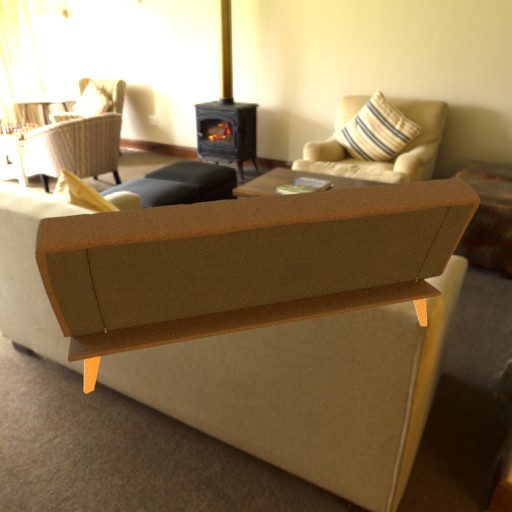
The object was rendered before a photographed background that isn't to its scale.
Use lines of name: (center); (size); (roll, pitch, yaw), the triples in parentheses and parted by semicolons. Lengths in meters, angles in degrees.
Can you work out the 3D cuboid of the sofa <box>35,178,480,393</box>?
sofa: (0.000, 0.000, 2.201); (1.800, 0.810, 0.860); (-8, 27, -15)
